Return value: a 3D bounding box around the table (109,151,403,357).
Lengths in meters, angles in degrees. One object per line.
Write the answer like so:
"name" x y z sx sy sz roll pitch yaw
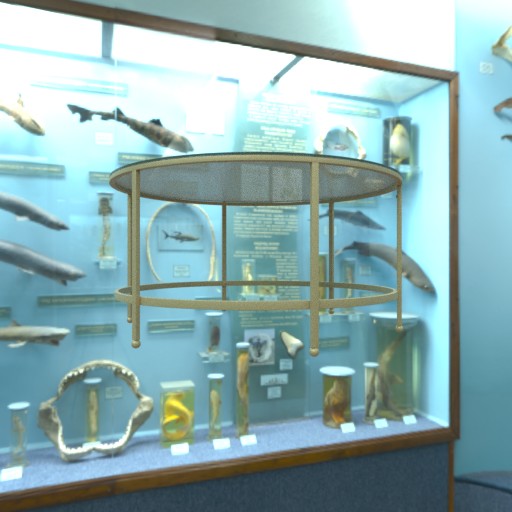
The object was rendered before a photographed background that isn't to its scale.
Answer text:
"table" 0.000 0.000 1.454 0.914 0.470 0.914 0 0 0
